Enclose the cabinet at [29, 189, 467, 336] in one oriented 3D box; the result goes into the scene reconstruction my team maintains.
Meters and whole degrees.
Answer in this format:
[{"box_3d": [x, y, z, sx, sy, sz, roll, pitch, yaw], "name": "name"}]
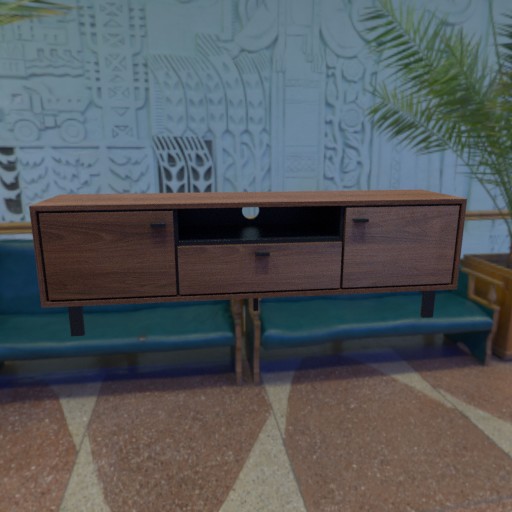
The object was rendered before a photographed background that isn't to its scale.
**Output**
[{"box_3d": [0.000, 0.000, 1.881, 1.650, 0.500, 0.400, -2, 14, -7], "name": "cabinet"}]
